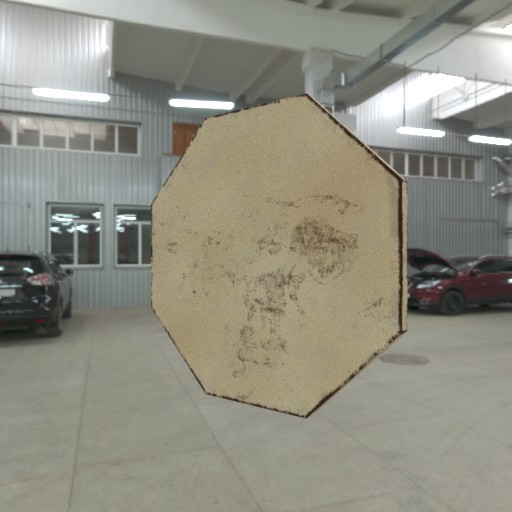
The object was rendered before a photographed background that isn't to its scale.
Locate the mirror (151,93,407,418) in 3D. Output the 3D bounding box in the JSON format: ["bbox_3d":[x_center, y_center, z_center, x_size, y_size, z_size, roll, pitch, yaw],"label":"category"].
[{"bbox_3d":[0.000,0.000,0.971,0.648,0.648,0.031,0,0,36],"label":"mirror"}]
